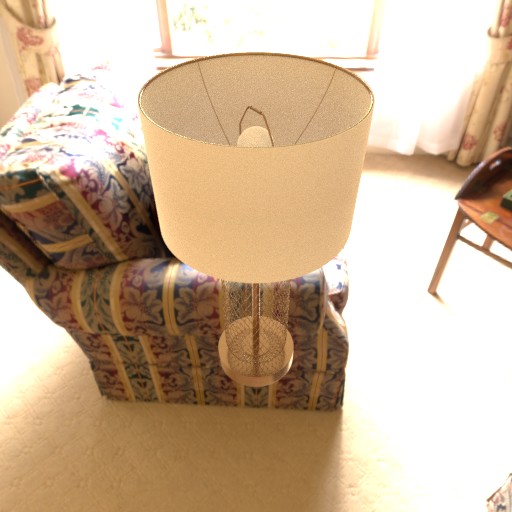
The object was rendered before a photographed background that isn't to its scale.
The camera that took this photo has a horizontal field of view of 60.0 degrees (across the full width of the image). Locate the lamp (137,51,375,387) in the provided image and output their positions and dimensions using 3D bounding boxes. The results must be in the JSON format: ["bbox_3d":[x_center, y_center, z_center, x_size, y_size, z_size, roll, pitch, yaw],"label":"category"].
[{"bbox_3d":[0.000,0.000,0.640,0.252,0.483,0.252,-27,49,-26],"label":"lamp"}]
